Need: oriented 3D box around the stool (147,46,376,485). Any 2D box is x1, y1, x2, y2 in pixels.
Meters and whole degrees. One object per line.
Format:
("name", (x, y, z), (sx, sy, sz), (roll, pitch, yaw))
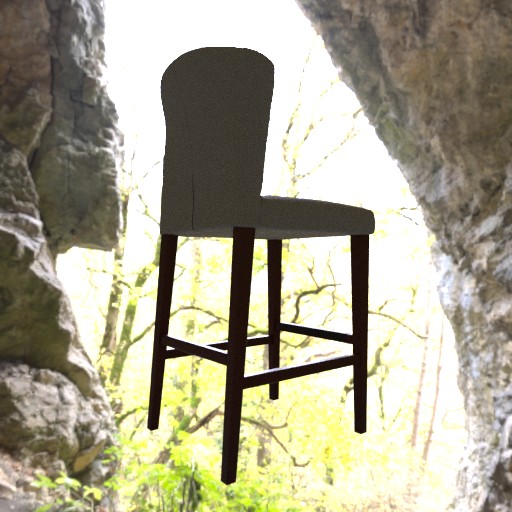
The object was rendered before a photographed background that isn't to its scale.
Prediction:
("stool", (0.000, 0.000, 1.359), (0.568, 1.069, 0.481), (0, -1, -38))
